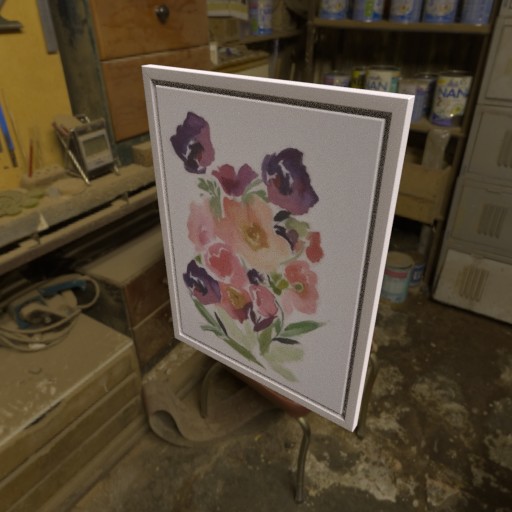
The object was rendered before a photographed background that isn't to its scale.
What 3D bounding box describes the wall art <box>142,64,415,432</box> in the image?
[{"bbox_3d":[0.000,0.000,1.401,0.805,1.056,0.042,20,36,30],"label":"wall art"}]
